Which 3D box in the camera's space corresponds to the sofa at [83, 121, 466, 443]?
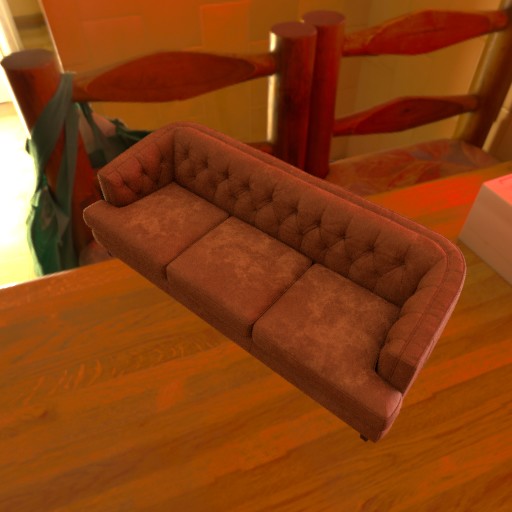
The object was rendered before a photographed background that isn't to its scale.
[{"bbox_3d":[0.000,0.000,2.698,2.257,0.791,0.922,31,54,26],"label":"sofa"}]
